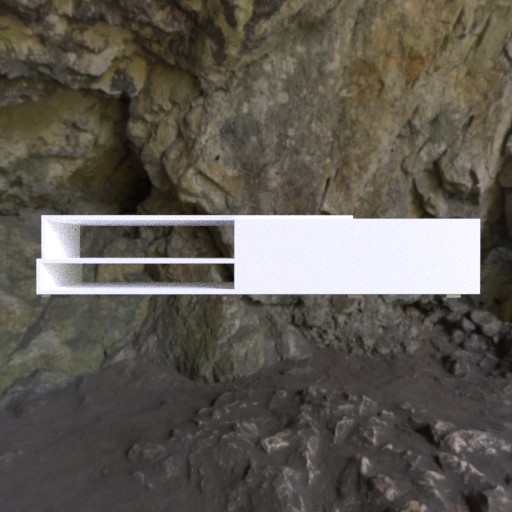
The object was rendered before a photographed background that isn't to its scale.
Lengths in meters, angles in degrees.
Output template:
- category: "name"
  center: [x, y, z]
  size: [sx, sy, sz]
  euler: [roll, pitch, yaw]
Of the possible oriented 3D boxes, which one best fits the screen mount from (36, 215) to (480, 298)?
- category: "screen mount"
  center: [0.000, 0.000, 1.869]
  size: [1.680, 0.320, 0.420]
  euler: [0, 0, 0]
